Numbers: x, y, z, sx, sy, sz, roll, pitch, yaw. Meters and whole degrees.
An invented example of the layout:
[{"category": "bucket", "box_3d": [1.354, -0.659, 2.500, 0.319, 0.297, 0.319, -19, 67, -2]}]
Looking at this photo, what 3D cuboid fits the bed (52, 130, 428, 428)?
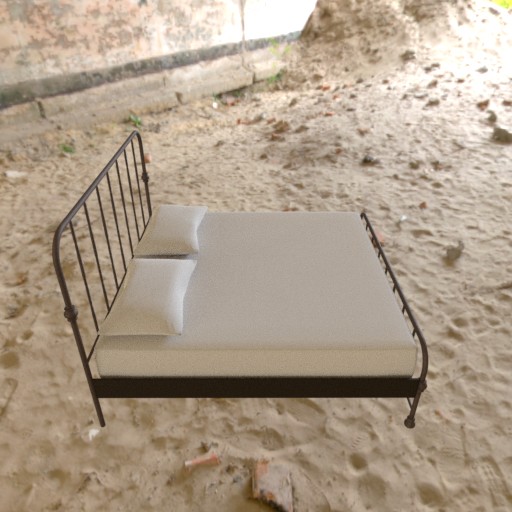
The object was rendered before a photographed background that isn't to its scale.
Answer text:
[{"category": "bed", "box_3d": [0.000, 0.000, 3.424, 2.134, 1.446, 2.044, 0, 32, 0]}]
